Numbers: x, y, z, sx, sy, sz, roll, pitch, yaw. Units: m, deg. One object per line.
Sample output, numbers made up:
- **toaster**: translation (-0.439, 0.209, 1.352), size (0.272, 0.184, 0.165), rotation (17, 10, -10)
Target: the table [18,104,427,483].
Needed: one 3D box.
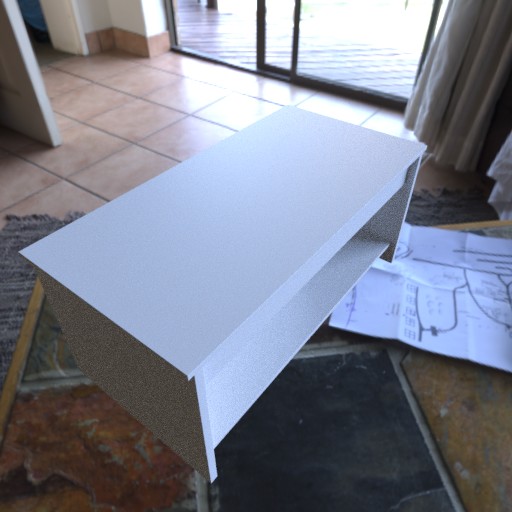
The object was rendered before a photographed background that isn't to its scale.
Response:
- **table**: translation (0.000, 0.000, 1.264), size (0.500, 0.441, 1.000), rotation (27, 48, 28)
